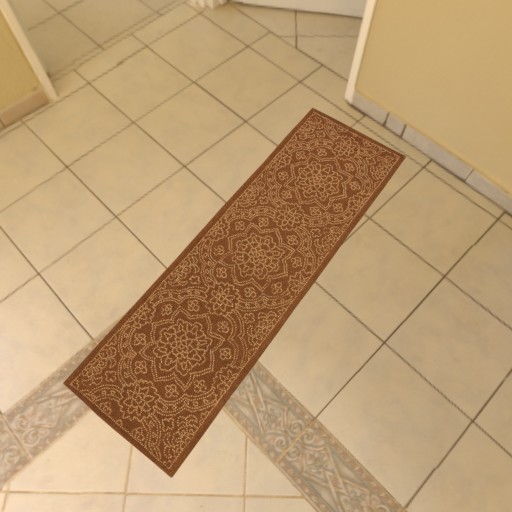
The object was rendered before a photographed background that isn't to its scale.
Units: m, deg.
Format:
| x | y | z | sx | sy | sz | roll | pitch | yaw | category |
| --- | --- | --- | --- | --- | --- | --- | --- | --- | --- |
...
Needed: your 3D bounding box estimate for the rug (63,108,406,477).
| x | y | z | sx | sy | sz | roll | pitch | yaw | category |
| --- | --- | --- | --- | --- | --- | --- | --- | --- | --- |
| 0.000 | 0.000 | 2.696 | 0.769 | 0.012 | 2.448 | 33 | 68 | 15 | rug |
